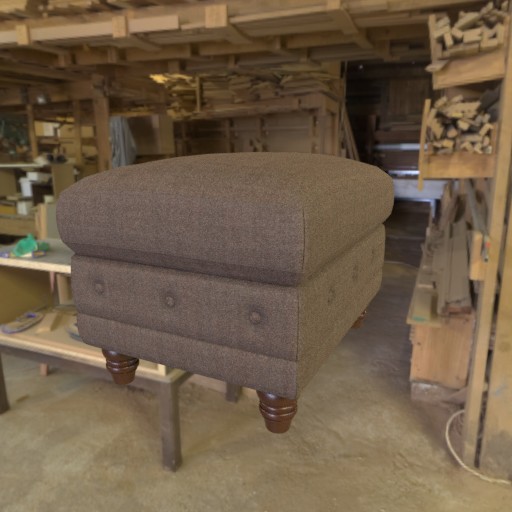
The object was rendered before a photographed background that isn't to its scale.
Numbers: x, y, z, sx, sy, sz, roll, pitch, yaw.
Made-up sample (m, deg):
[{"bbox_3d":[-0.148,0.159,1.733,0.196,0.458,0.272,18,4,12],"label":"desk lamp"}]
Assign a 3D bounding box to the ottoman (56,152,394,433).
[{"bbox_3d":[0.000,0.000,1.222,0.599,0.555,0.809,7,15,26],"label":"ottoman"}]
